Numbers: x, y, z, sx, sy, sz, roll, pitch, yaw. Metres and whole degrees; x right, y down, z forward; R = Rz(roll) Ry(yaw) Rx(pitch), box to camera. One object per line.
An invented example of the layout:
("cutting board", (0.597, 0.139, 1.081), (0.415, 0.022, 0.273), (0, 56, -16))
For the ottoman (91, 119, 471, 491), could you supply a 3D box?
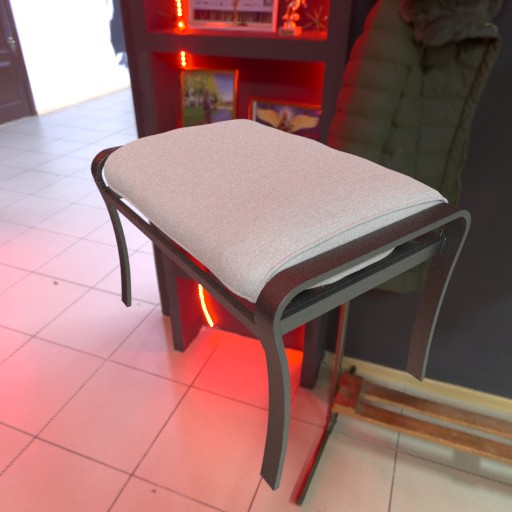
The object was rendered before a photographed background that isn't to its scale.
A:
("ottoman", (0.000, 0.000, 0.887), (0.406, 0.422, 0.610), (-21, 37, -31))
